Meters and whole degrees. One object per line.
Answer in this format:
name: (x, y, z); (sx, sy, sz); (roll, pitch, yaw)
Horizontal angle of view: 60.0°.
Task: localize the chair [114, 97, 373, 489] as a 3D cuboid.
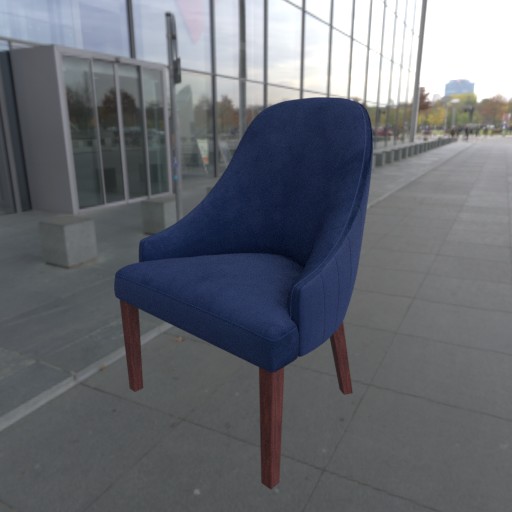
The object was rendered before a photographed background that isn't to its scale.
chair: (0.000, 0.000, 1.283); (0.643, 0.889, 0.575); (15, 22, 41)
